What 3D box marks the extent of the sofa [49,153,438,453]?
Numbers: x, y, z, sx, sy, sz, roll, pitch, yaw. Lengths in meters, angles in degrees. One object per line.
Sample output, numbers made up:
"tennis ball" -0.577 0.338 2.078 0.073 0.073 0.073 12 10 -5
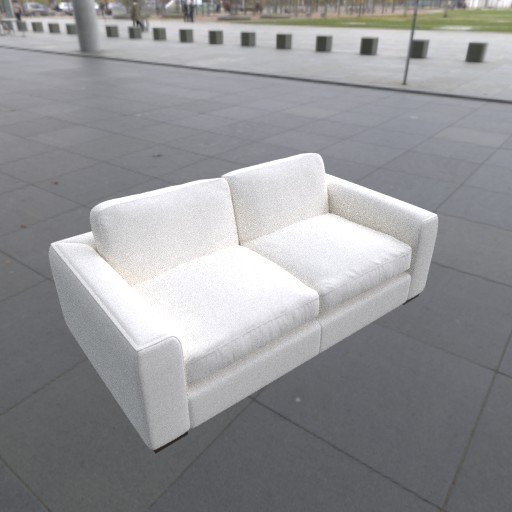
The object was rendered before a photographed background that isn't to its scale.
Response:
"sofa" 0.000 0.000 2.484 1.920 0.801 1.069 -21 36 -32
